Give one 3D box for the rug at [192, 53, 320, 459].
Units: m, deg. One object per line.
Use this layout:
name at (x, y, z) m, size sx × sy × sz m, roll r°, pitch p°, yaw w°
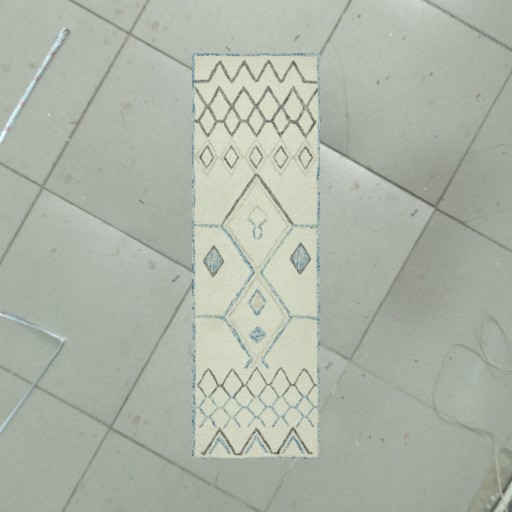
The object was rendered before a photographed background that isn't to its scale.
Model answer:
rug at (0.000, 0.000, 2.664) m, size 0.770 × 0.013 × 2.434 m, roll 0°, pitch 90°, yaw 0°
